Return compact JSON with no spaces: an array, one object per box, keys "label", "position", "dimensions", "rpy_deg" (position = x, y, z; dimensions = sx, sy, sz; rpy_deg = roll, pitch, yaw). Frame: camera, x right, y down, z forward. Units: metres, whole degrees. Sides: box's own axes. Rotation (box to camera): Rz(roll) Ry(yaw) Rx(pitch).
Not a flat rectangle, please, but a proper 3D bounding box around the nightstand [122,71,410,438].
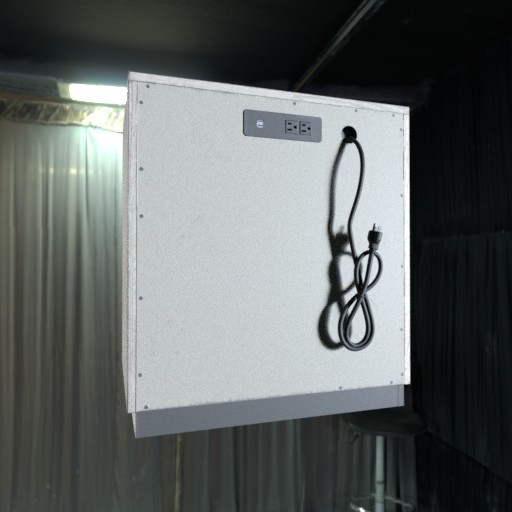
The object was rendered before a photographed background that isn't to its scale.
[{"label":"nightstand","position":[0.000,0.000,1.075],"dimensions":[0.612,0.673,0.483],"rpy_deg":[0,-1,-18]}]
